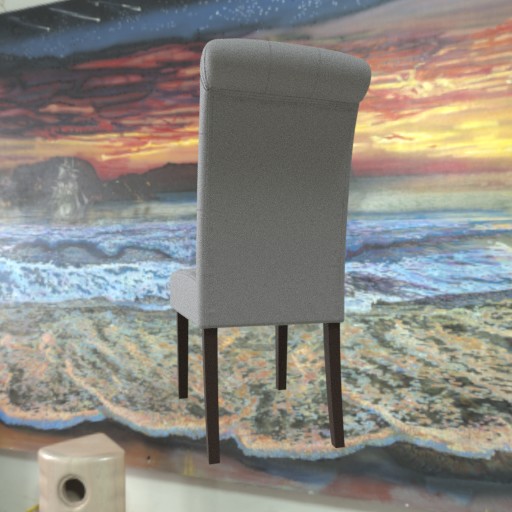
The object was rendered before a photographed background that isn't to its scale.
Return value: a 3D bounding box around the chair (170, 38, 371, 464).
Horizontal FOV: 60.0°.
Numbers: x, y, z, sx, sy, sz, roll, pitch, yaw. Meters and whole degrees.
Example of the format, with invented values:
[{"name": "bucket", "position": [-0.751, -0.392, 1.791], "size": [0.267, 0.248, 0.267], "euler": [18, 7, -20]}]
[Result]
[{"name": "chair", "position": [0.000, 0.000, 1.334], "size": [0.456, 1.006, 0.671], "euler": [0, 0, -16]}]
